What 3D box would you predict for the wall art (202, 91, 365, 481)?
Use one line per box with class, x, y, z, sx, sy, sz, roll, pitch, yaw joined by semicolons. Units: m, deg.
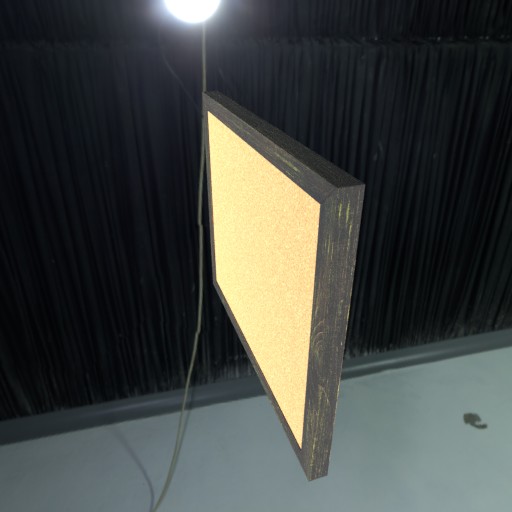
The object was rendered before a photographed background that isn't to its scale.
wall art;0.000;0.000;0.771;0.032;0.457;0.558;-10;31;-17
